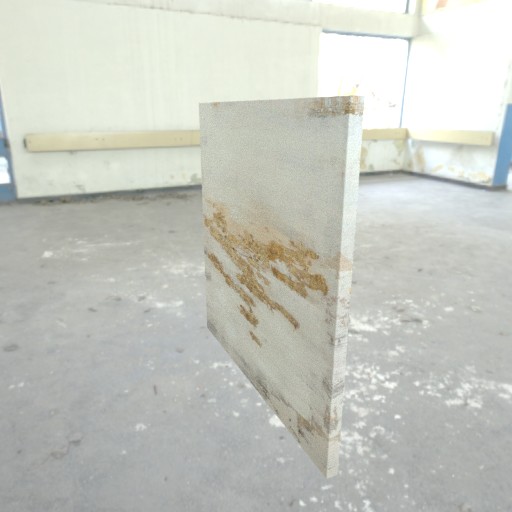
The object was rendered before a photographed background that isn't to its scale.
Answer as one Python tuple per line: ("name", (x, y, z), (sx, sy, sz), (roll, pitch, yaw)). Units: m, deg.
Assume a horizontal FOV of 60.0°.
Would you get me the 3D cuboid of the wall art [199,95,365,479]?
("wall art", (0.000, 0.000, 1.535), (0.040, 1.018, 1.015), (-8, 20, -24))
